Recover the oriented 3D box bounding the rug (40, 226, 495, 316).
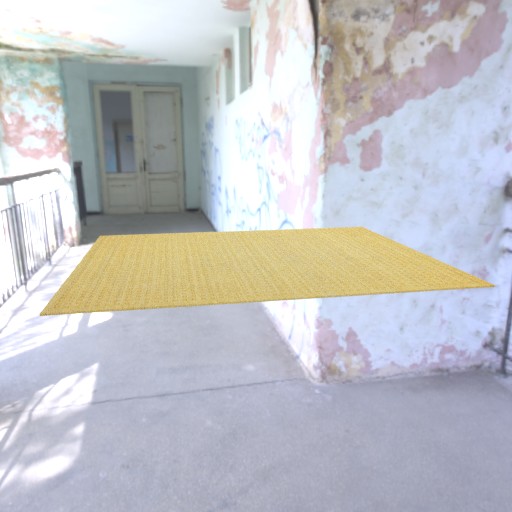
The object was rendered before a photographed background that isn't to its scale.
[{"bbox_3d":[0.000,0.000,4.272,3.242,0.015,2.486,-3,14,-10],"label":"rug"}]
